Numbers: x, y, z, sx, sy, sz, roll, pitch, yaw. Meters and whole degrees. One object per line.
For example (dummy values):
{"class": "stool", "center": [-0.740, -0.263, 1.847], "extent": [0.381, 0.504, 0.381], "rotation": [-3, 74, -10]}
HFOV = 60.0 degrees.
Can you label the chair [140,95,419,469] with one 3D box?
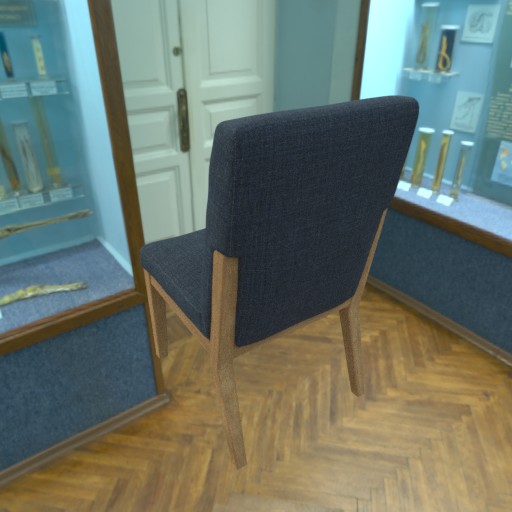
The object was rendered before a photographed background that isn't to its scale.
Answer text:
{"class": "chair", "center": [0.000, 0.000, 1.262], "extent": [0.507, 0.911, 0.586], "rotation": [-18, 34, -29]}
